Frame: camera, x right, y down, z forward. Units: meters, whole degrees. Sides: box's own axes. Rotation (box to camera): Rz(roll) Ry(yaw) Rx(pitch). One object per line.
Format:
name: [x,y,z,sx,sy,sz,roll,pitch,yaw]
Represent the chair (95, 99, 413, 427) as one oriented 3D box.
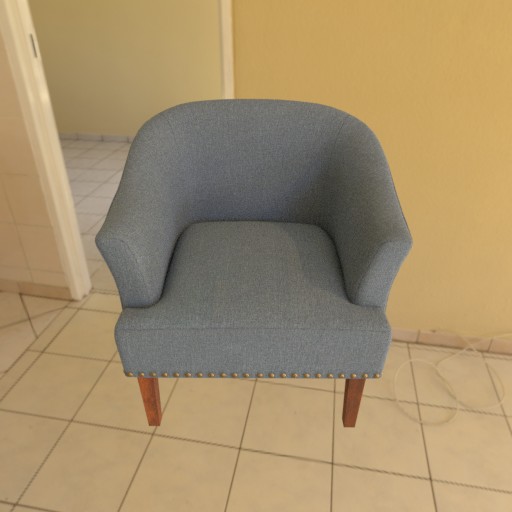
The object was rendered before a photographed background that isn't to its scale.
chair: [0.000,0.000,1.385,0.798,0.815,0.704,0,30,0]
